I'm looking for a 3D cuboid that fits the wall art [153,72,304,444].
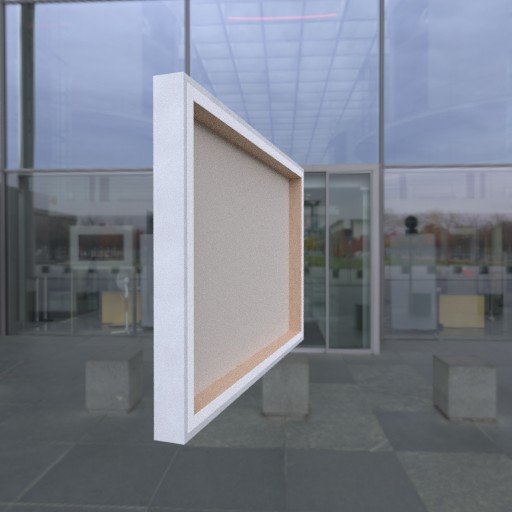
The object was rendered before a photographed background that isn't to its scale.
[{"bbox_3d":[0.000,0.000,0.778,0.038,0.407,0.609,0,1,18],"label":"wall art"}]
